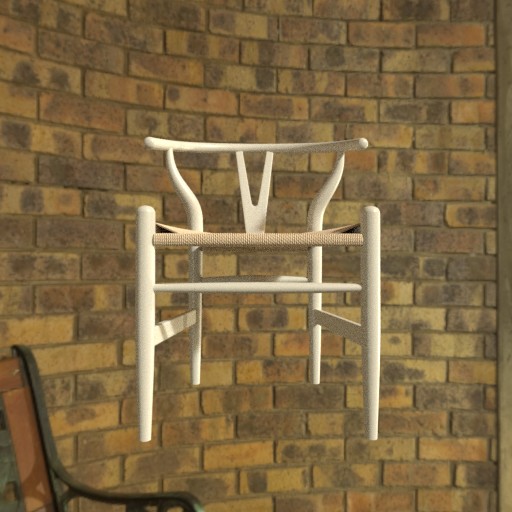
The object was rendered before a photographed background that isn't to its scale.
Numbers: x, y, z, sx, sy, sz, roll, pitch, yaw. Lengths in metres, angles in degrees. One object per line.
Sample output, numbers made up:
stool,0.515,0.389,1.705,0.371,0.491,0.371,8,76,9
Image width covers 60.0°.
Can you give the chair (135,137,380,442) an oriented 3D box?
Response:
chair,0.000,0.000,1.150,0.569,0.730,0.579,0,-1,-1
